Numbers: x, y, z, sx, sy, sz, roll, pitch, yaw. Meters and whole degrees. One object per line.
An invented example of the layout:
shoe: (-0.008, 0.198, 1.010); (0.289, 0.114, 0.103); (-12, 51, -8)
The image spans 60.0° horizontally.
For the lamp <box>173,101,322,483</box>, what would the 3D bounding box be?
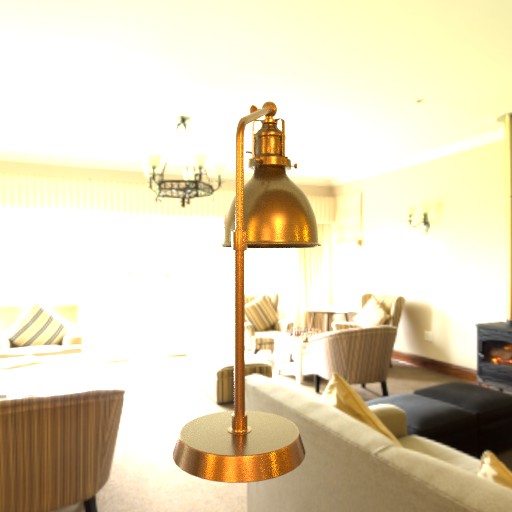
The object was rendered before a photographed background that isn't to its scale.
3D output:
lamp: (0.000, 0.000, 0.584); (0.153, 0.456, 0.286); (0, -1, 17)
